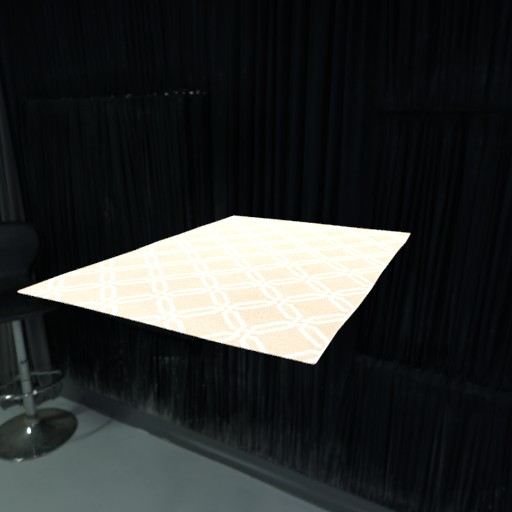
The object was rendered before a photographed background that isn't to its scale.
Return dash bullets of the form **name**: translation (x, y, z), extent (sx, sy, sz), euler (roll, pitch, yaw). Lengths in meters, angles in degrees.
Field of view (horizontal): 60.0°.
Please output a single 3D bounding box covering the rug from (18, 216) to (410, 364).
- **rug**: translation (0.000, 0.000, 2.715), extent (1.524, 0.013, 2.135), euler (8, 18, 26)
